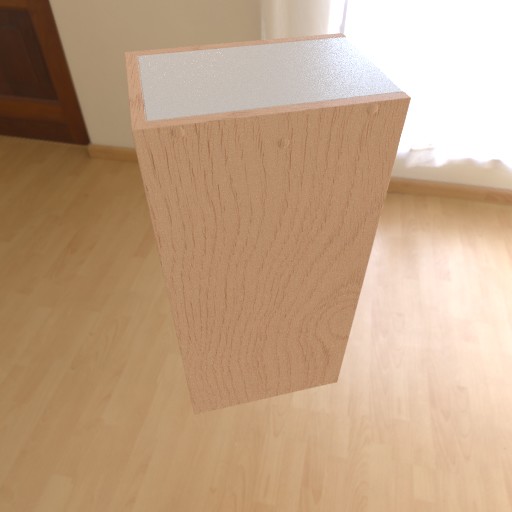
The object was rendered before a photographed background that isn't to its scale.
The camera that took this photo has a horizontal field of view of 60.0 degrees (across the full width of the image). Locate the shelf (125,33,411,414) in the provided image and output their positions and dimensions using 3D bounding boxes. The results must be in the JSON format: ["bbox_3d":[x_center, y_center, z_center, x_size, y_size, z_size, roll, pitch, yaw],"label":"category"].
[{"bbox_3d":[0.000,0.000,0.724,0.290,0.600,0.200,-10,46,-10],"label":"shelf"}]
